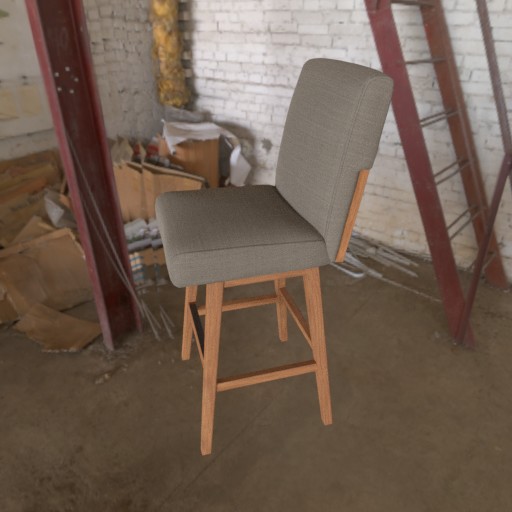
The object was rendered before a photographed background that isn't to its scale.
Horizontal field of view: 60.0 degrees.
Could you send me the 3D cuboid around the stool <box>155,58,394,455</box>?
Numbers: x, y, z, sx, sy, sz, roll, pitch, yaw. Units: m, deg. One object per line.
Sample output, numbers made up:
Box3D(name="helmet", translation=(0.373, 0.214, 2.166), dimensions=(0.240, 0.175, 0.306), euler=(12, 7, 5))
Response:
Box3D(name="stool", translation=(0.000, 0.000, 1.393), dimensions=(0.570, 1.112, 0.483), euler=(-8, 30, -14))
